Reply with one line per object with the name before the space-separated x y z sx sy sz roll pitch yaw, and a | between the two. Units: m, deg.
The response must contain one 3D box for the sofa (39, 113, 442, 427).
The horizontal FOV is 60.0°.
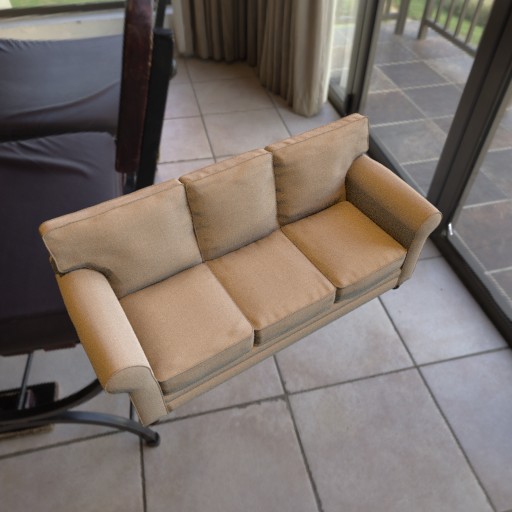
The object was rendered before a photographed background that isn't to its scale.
sofa | 0.000 0.000 2.600 2.084 0.961 0.916 -24 51 -21
